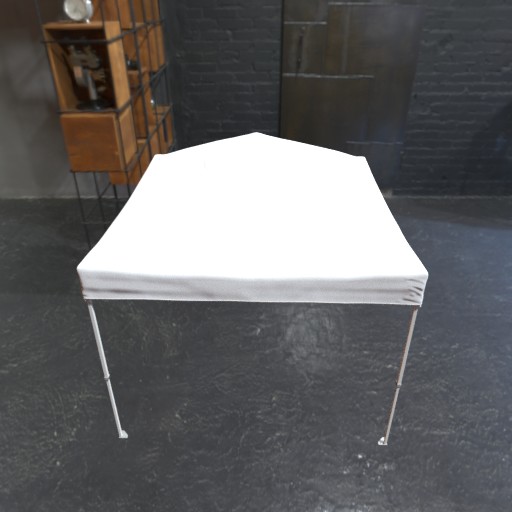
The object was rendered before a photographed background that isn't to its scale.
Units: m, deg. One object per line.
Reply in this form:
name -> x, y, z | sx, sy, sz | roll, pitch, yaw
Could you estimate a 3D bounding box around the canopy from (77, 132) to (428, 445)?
canopy -> 0.000, 0.000, 5.383 | 2.996, 2.997, 2.998 | 1, 31, 1
